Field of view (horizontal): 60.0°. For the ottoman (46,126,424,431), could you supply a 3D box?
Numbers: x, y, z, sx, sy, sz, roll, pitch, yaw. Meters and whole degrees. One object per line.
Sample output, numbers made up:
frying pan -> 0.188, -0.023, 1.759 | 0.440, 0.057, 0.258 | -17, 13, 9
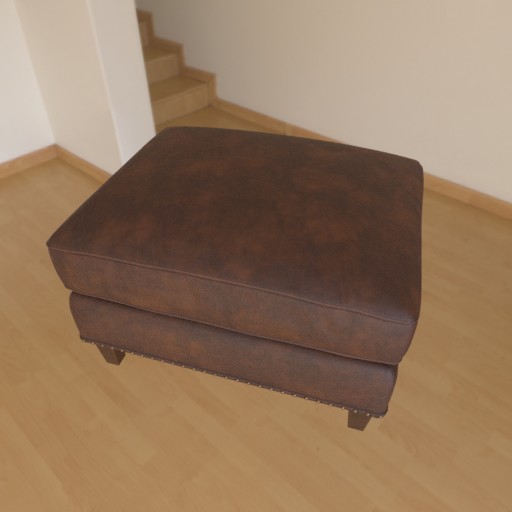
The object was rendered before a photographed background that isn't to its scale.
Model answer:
ottoman -> 0.000, 0.000, 1.128 | 0.742, 0.486, 0.586 | 11, 42, 13
